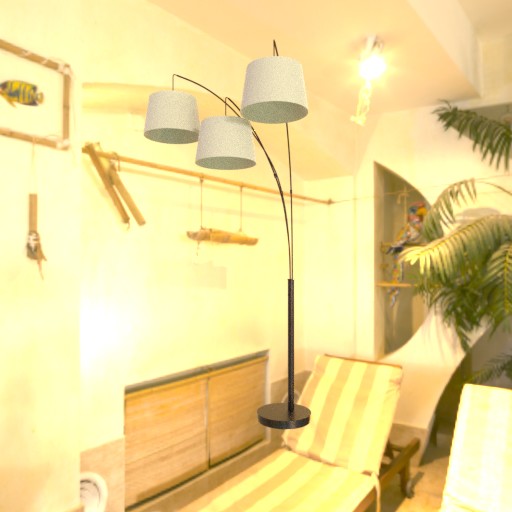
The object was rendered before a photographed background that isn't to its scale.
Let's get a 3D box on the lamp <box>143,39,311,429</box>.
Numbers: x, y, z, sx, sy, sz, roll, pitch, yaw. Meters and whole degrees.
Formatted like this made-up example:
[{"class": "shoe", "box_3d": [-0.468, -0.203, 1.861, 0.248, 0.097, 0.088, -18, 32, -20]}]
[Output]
[{"class": "lamp", "box_3d": [0.000, 0.000, 2.415, 0.951, 1.950, 0.924, -1, -1, 37]}]
